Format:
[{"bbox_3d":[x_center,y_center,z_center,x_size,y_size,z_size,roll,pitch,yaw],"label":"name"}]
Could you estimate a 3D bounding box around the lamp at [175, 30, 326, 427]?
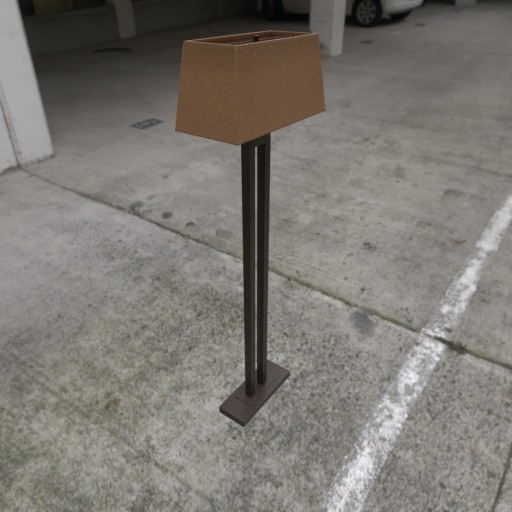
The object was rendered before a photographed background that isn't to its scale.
[{"bbox_3d":[0.000,0.000,1.642,0.233,1.469,0.475,21,37,30],"label":"lamp"}]
